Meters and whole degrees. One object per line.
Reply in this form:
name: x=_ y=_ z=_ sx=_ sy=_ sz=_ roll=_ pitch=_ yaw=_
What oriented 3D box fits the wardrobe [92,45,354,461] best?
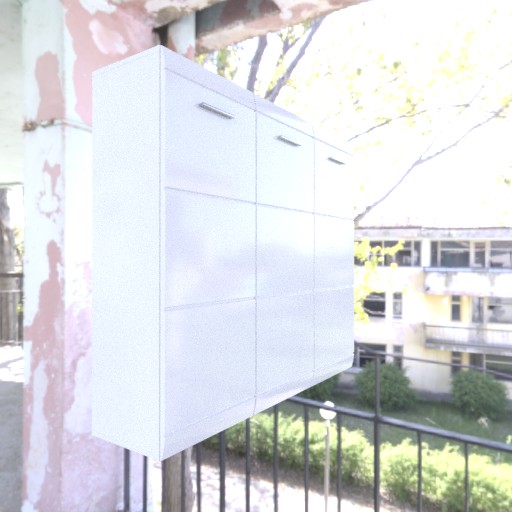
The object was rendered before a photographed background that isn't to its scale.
wardrobe: x=0.000 y=0.000 z=1.888 sx=0.360 sy=1.200 sz=1.340 roll=0 pitch=0 yaw=35
